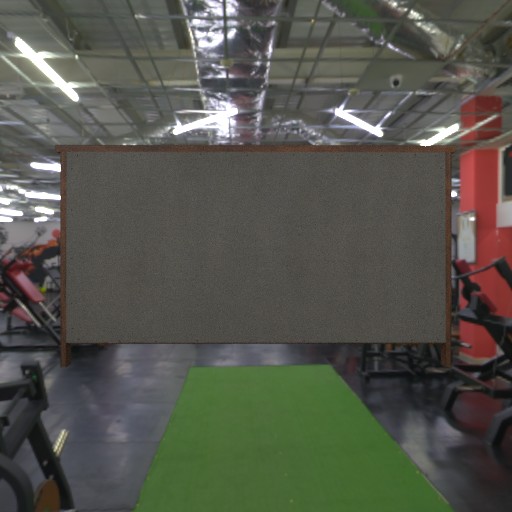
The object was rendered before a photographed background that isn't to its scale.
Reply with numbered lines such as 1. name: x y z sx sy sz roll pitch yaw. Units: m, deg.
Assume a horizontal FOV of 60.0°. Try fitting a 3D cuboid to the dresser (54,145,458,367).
1. dresser: 0.000 0.000 1.932 1.551 0.856 0.463 0 0 0
